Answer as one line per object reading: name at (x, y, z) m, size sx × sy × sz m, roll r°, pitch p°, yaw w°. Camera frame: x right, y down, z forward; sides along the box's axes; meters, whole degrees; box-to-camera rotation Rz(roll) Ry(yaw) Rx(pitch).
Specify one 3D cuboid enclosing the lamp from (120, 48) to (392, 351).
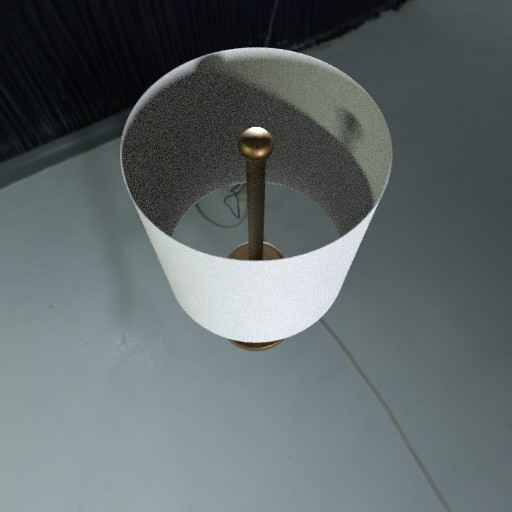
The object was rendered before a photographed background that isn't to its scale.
lamp at (0.000, 0.000, 0.523) m, size 0.210 × 0.410 × 0.210 m, roll -33°, pitch 68°, yaw -15°
